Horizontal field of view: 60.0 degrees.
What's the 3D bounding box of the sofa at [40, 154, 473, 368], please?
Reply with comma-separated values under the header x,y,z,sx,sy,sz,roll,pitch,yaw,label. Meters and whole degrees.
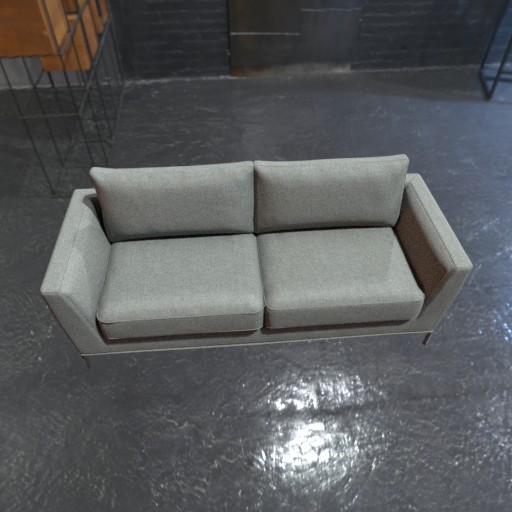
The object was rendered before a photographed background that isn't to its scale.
x,y,z,sx,sy,sz,roll,pitch,yaw,label
0.000,0.000,2.691,2.212,1.002,0.869,-3,46,-3,sofa
